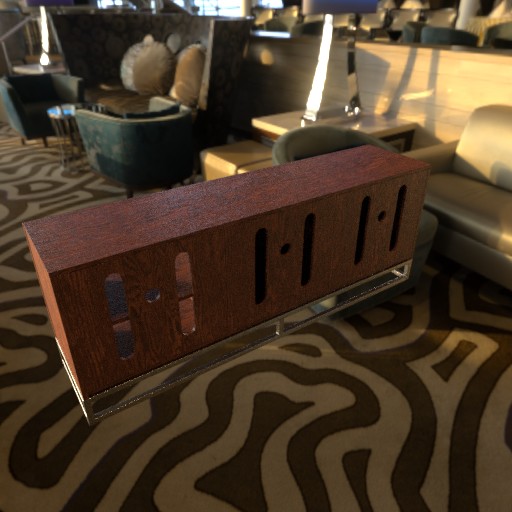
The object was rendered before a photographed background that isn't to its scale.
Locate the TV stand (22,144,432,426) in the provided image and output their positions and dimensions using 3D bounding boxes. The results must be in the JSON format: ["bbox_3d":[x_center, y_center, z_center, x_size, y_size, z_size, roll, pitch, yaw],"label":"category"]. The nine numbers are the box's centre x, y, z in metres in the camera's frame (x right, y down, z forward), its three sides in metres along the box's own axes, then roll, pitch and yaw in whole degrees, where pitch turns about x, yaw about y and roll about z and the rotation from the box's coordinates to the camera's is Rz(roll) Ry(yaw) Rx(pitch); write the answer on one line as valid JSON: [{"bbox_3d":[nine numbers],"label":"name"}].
[{"bbox_3d":[0.000,0.000,1.784,1.541,0.578,0.382,-19,35,-29],"label":"TV stand"}]
